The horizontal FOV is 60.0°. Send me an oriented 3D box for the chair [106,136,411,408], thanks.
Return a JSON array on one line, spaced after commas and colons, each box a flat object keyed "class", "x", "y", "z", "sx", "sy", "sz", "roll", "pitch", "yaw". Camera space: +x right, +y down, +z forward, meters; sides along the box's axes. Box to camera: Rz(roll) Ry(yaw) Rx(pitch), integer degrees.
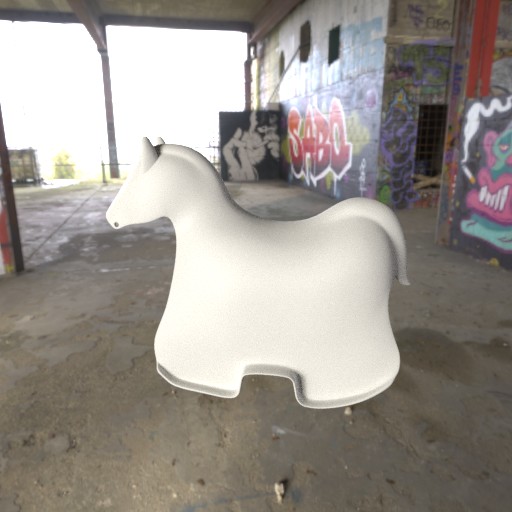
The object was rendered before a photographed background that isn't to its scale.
[{"class": "chair", "x": 0.000, "y": 0.000, "z": 1.170, "sx": 0.800, "sy": 0.612, "sz": 0.429, "roll": 2, "pitch": 15, "yaw": 8}]
